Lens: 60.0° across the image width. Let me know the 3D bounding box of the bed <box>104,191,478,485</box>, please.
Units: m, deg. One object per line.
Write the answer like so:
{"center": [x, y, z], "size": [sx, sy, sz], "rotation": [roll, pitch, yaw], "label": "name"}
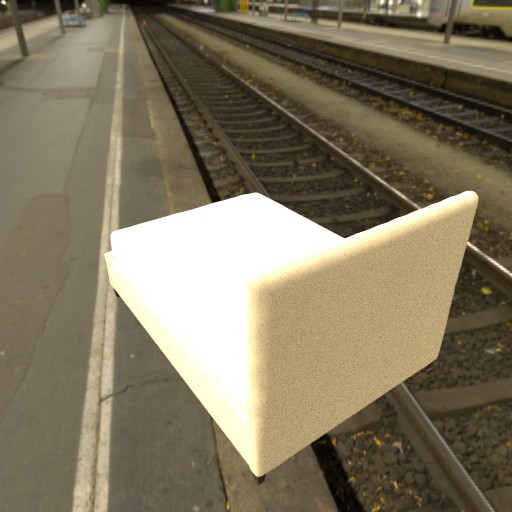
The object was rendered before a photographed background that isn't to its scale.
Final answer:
{"center": [0.000, 0.000, 3.444], "size": [1.698, 1.427, 2.387], "rotation": [-20, 36, -30], "label": "bed"}
